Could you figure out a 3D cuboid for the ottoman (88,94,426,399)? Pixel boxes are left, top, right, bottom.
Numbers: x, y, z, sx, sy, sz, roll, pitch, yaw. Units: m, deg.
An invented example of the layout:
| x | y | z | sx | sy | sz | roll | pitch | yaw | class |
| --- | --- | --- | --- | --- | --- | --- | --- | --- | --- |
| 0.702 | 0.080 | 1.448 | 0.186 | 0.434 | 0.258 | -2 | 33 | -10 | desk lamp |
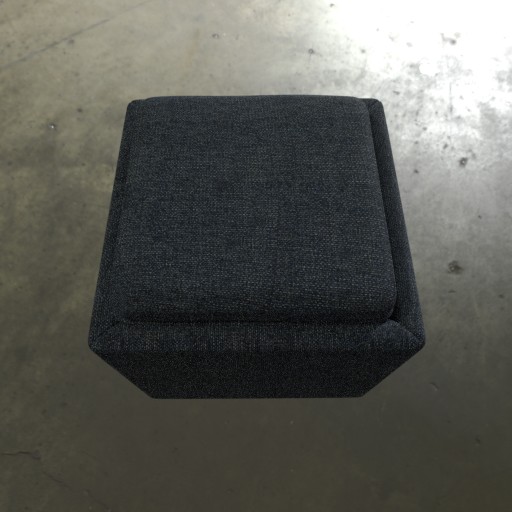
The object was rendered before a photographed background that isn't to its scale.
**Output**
| x | y | z | sx | sy | sz | roll | pitch | yaw | class |
| --- | --- | --- | --- | --- | --- | --- | --- | --- | --- |
| 0.000 | 0.000 | 0.828 | 0.450 | 0.460 | 0.450 | 0 | 63 | 0 | ottoman |
